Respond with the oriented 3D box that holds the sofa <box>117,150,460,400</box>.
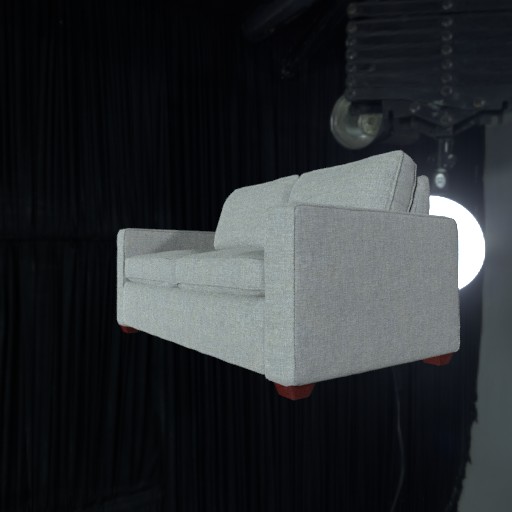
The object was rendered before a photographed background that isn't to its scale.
[{"bbox_3d":[0.000,0.000,2.287,0.945,0.915,1.706,0,0,-35],"label":"sofa"}]
